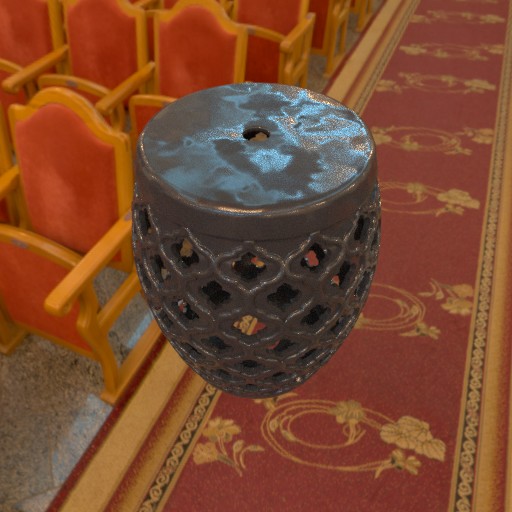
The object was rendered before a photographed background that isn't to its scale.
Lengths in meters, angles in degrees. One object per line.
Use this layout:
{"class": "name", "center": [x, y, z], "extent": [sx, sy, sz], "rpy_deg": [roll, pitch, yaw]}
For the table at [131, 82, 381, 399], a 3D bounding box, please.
{"class": "table", "center": [0.000, 0.000, 0.624], "extent": [0.325, 0.388, 0.325], "rpy_deg": [0, 46, 0]}
